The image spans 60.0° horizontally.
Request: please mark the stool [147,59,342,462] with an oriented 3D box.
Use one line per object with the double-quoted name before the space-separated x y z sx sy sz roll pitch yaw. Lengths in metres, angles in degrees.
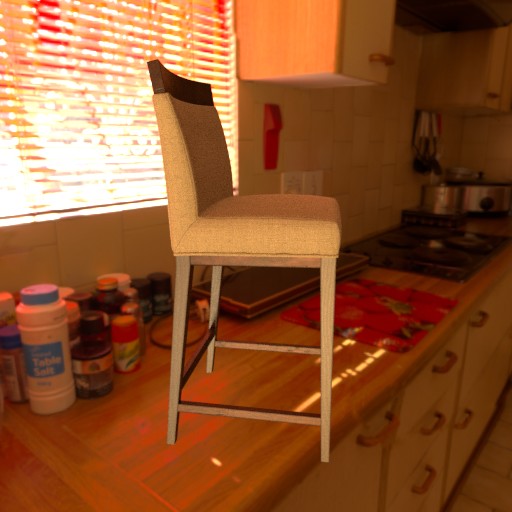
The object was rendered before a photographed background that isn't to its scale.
"stool" 0.000 0.000 1.304 0.480 1.011 0.463 2 15 9
